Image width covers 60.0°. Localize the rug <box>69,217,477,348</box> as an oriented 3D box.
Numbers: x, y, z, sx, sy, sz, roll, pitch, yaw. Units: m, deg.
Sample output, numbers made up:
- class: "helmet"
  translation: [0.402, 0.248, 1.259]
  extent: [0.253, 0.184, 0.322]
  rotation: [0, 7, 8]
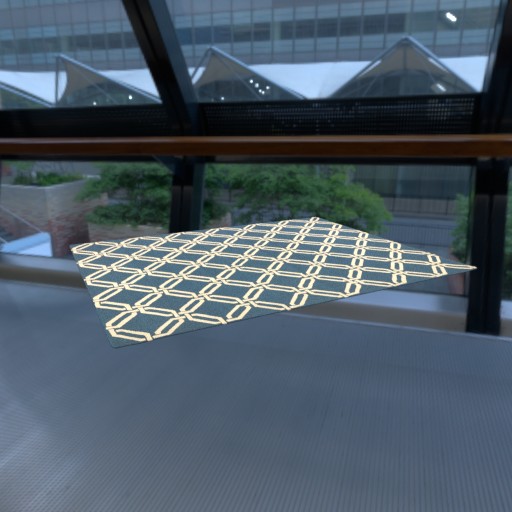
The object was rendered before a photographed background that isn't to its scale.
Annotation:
- class: "rug"
  translation: [0.000, 0.000, 3.908]
  extent: [2.867, 0.020, 2.277]
  rotation: [-9, 19, -26]
